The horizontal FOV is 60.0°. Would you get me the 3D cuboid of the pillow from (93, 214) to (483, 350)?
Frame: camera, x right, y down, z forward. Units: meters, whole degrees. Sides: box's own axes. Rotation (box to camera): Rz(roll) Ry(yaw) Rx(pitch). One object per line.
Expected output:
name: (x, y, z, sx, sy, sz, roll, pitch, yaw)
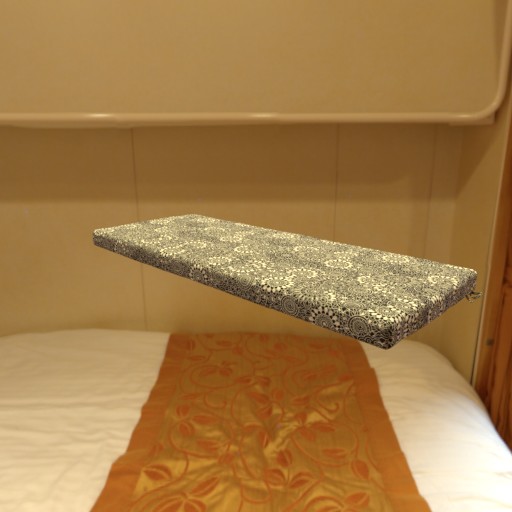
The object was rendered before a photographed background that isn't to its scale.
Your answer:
pillow: (0.000, 0.000, 1.346, 1.187, 0.081, 0.492, 15, 21, 42)
